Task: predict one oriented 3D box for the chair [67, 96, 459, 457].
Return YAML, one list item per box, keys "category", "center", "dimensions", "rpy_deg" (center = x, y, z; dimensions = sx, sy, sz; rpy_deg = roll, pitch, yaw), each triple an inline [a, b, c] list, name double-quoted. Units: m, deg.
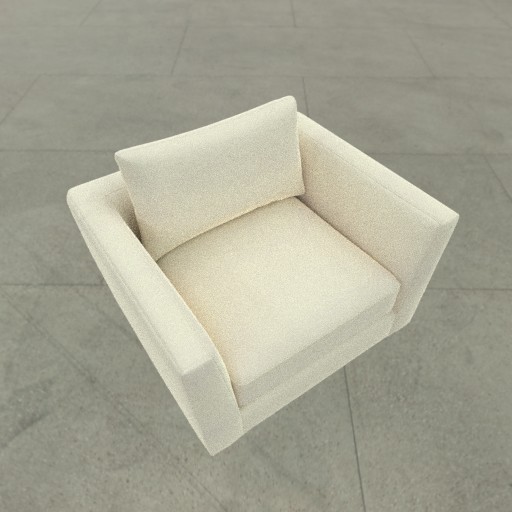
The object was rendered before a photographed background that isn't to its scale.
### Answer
- category: "chair"
  center: [0.000, 0.000, 1.670]
  dimensions: [1.041, 0.865, 0.889]
  rpy_deg: [-26, 51, -23]
